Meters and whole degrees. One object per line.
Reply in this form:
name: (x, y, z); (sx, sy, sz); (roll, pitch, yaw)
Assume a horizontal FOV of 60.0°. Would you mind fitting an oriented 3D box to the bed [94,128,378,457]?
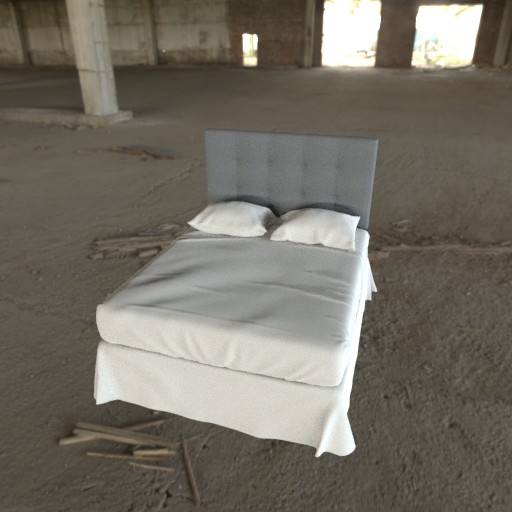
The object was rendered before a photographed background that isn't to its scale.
bed: (0.000, 0.000, 3.532); (1.936, 1.577, 2.222); (8, 27, 15)
